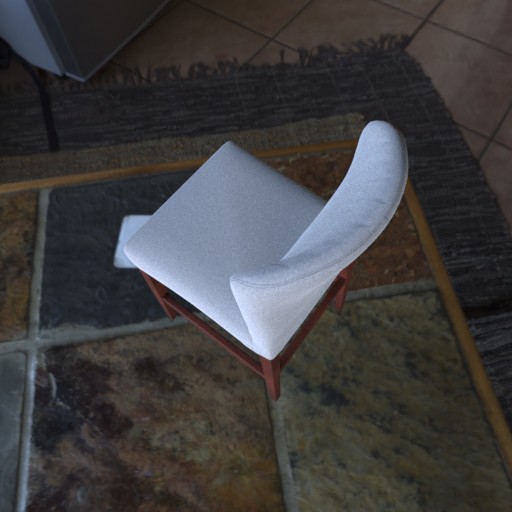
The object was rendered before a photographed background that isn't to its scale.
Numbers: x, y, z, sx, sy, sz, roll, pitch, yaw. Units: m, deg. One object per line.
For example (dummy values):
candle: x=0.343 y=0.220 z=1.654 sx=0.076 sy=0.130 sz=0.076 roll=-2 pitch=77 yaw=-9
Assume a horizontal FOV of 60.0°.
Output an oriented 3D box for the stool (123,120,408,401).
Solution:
stool: x=0.000 y=0.000 z=1.264 sx=0.568 sy=0.968 sz=0.479 roll=34 pitch=69 yaw=15
